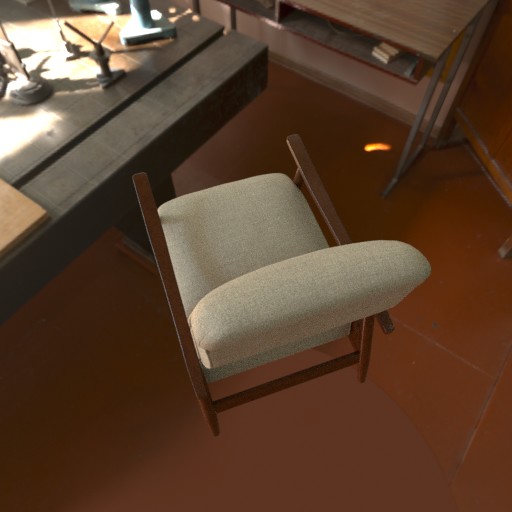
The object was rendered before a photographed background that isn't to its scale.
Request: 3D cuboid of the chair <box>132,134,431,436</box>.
[{"bbox_3d":[0.000,0.000,1.763,0.762,1.082,1.014,-16,59,-10],"label":"chair"}]
